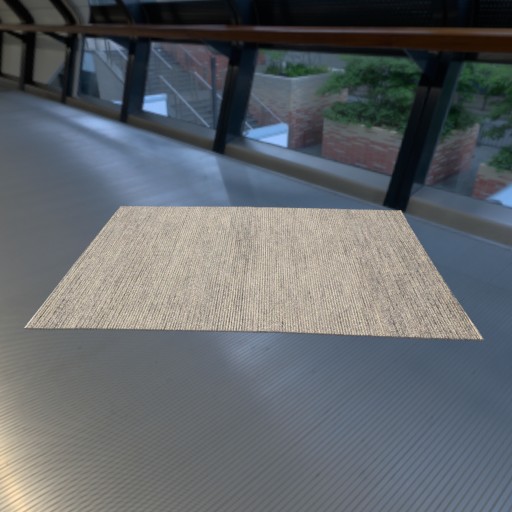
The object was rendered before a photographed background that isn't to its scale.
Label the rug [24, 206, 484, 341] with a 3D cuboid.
[{"bbox_3d":[0.000,0.000,2.912,2.307,0.030,1.604,1,29,2],"label":"rug"}]
